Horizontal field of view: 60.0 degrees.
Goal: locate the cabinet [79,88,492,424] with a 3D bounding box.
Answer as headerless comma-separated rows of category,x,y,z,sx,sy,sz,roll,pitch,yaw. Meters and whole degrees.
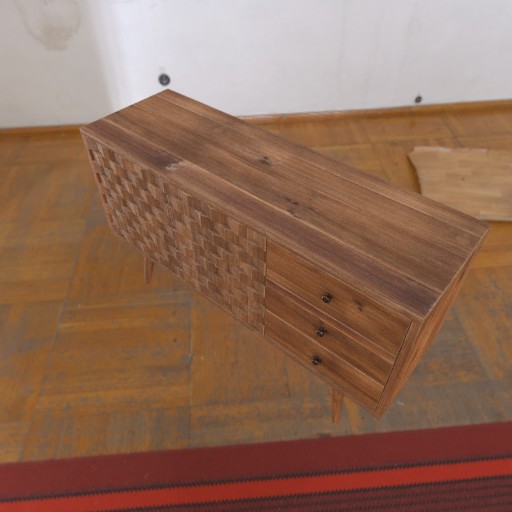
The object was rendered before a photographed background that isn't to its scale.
cabinet,0.000,0.000,1.764,1.400,0.800,0.472,31,53,27
